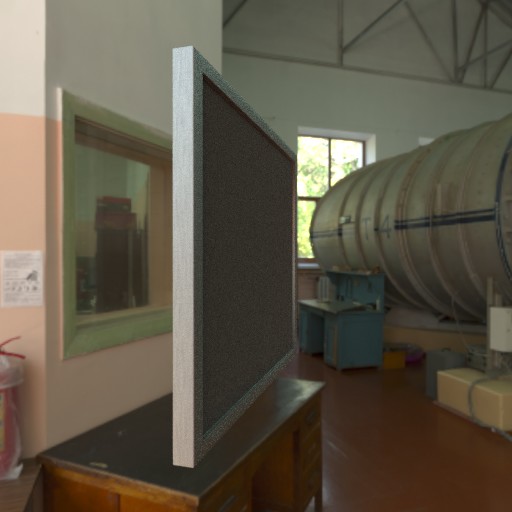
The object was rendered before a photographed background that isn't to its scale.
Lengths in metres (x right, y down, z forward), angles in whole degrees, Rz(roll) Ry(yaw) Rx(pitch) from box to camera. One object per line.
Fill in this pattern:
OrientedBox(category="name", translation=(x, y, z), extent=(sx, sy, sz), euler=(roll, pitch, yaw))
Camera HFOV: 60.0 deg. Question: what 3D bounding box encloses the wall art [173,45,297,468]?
OrientedBox(category="wall art", translation=(0.000, 0.000, 0.748), extent=(0.028, 0.457, 0.556), euler=(0, 0, 17))
